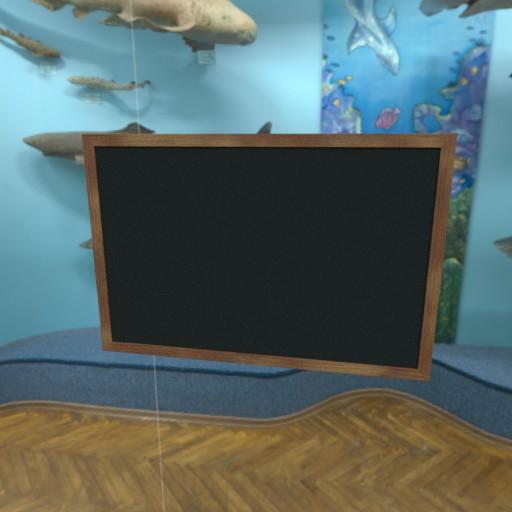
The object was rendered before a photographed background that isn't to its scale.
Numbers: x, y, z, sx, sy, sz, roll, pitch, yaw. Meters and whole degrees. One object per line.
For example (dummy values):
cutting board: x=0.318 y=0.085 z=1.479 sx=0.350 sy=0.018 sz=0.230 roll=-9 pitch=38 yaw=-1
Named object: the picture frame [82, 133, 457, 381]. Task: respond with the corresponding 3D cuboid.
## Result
picture frame: x=0.000 y=0.000 z=1.204 sx=0.950 sy=0.640 sz=0.029 roll=3 pitch=15 yaw=10
